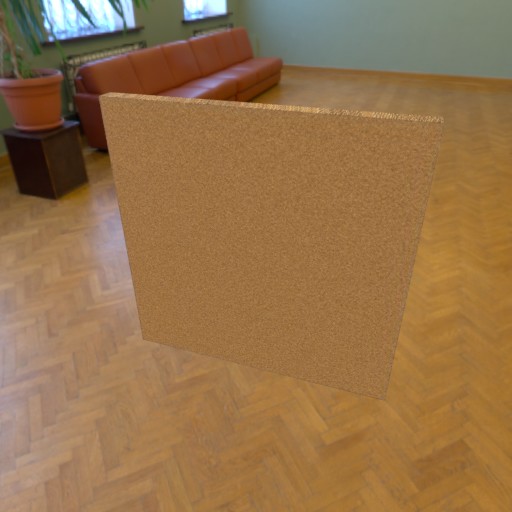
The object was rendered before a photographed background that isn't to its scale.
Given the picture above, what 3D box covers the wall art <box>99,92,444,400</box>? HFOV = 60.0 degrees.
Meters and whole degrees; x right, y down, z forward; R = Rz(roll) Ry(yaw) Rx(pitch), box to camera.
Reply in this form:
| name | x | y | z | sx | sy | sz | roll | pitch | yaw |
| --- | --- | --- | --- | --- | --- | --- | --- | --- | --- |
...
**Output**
| name | x | y | z | sx | sy | sz | roll | pitch | yaw |
| --- | --- | --- | --- | --- | --- | --- | --- | --- | --- |
| wall art | 0.000 | 0.000 | 0.915 | 0.611 | 0.608 | 0.042 | 10 | 33 | 16 |
